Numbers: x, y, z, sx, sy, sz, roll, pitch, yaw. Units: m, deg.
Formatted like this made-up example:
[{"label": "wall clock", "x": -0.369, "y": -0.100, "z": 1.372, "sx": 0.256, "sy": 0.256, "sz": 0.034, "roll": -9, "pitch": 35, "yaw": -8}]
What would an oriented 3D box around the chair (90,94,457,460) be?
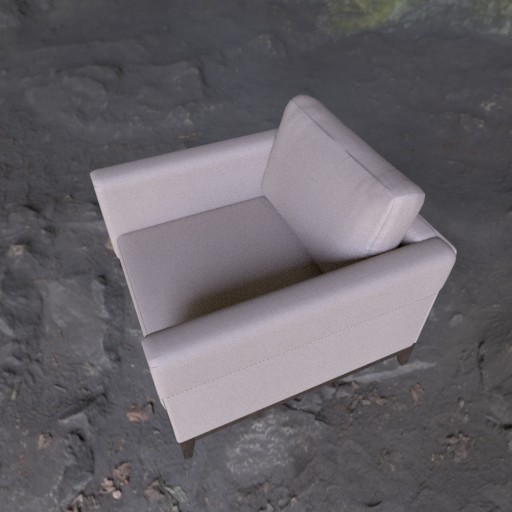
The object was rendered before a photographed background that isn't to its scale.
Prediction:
[{"label": "chair", "x": 0.000, "y": 0.000, "z": 1.652, "sx": 0.959, "sy": 0.838, "sz": 0.914, "roll": -17, "pitch": 48, "yaw": -16}]
